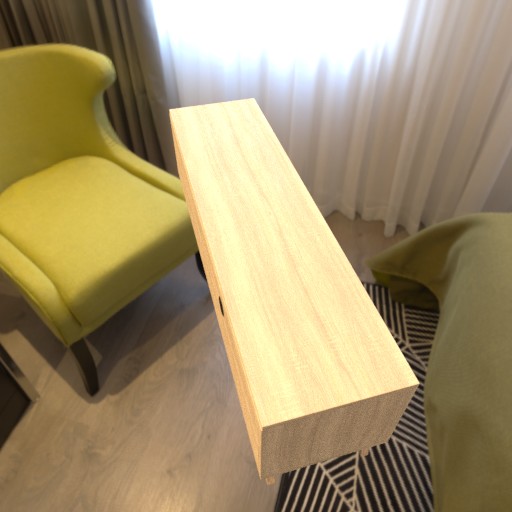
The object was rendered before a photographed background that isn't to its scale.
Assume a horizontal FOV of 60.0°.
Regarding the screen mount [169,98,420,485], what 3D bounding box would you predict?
[{"bbox_3d":[0.000,0.000,1.714,0.401,0.509,1.500,-11,47,-11],"label":"screen mount"}]
